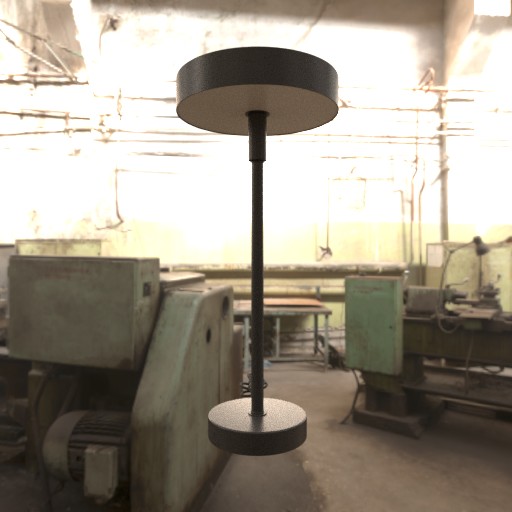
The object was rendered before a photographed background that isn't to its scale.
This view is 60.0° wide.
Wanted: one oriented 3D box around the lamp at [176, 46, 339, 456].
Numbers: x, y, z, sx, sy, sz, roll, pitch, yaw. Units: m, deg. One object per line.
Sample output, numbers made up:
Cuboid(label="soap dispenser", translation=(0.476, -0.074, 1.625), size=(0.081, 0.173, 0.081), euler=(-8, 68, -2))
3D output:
Cuboid(label="lamp", translation=(0.000, 0.000, 0.702), size=(0.229, 0.508, 0.369), euler=(0, 0, -2))
